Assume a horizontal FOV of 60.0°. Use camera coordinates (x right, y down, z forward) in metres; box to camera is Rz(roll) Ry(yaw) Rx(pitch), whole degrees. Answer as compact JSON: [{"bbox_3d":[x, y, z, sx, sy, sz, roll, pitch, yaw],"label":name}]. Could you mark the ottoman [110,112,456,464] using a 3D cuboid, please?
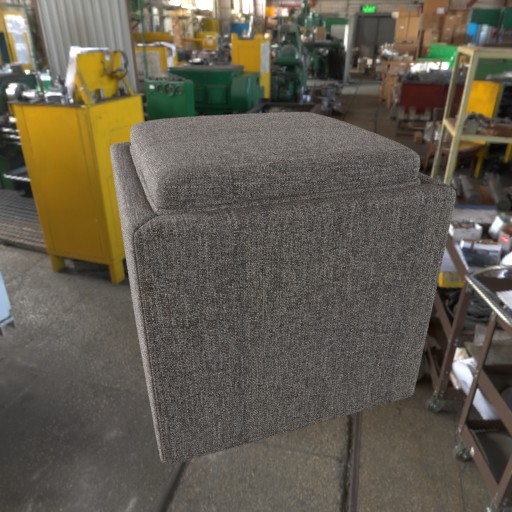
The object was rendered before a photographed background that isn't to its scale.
[{"bbox_3d":[0.000,0.000,0.812,0.450,0.460,0.450,-9,29,-17],"label":"ottoman"}]
